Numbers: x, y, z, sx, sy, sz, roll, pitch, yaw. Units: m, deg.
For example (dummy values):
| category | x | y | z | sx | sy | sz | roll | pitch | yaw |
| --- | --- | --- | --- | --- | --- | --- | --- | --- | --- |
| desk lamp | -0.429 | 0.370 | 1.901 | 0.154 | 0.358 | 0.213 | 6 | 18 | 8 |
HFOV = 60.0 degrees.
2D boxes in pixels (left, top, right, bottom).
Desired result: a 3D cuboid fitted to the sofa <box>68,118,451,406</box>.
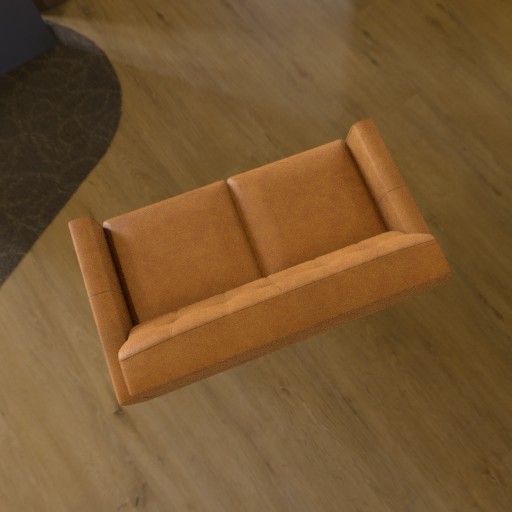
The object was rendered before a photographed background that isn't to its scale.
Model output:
| category | x | y | z | sx | sy | sz | roll | pitch | yaw |
| --- | --- | --- | --- | --- | --- | --- | --- | --- | --- |
| sofa | 0.000 | 0.000 | 2.295 | 1.651 | 0.925 | 0.952 | -20 | 76 | -5 |
